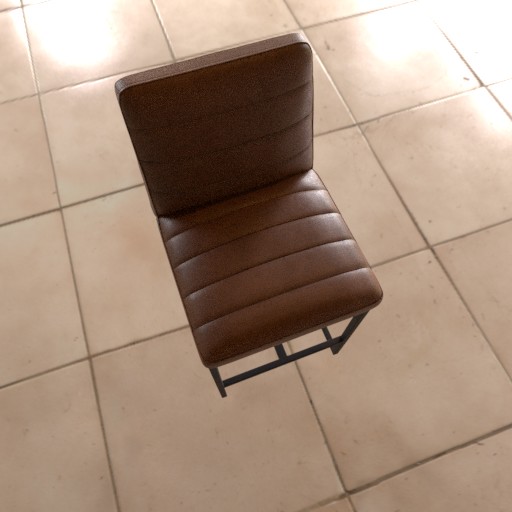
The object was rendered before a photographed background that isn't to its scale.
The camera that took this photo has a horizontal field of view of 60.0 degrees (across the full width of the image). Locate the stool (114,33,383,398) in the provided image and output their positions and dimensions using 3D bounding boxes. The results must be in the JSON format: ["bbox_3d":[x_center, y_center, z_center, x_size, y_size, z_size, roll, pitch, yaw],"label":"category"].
[{"bbox_3d":[0.000,0.000,1.237,0.458,0.940,0.556,-19,65,-9],"label":"stool"}]
